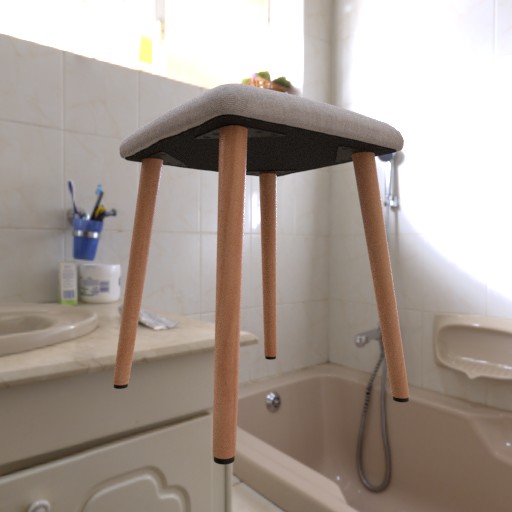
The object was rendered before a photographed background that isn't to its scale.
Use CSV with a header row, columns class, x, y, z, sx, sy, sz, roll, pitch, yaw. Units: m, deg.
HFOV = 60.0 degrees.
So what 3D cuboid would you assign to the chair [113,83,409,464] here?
class,x,y,z,sx,sy,sz,roll,pitch,yaw
chair,0.000,0.000,0.707,0.350,0.440,0.350,-1,1,-37
